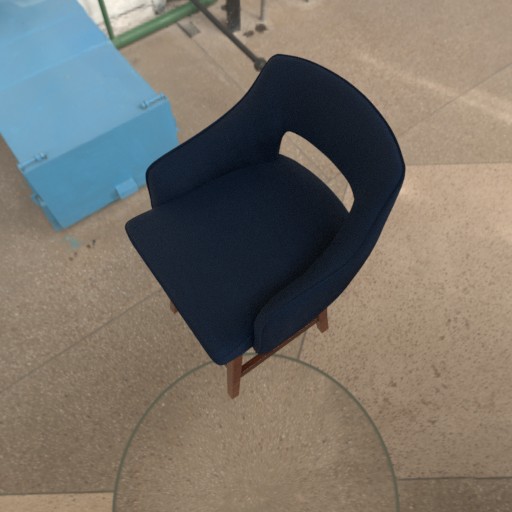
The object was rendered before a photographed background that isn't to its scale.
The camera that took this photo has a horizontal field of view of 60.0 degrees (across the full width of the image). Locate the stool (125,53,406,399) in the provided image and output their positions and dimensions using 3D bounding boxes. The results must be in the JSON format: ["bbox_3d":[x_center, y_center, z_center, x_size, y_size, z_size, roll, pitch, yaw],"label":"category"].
[{"bbox_3d":[0.000,0.000,1.290,0.560,0.940,0.550,-33,67,-16],"label":"stool"}]
